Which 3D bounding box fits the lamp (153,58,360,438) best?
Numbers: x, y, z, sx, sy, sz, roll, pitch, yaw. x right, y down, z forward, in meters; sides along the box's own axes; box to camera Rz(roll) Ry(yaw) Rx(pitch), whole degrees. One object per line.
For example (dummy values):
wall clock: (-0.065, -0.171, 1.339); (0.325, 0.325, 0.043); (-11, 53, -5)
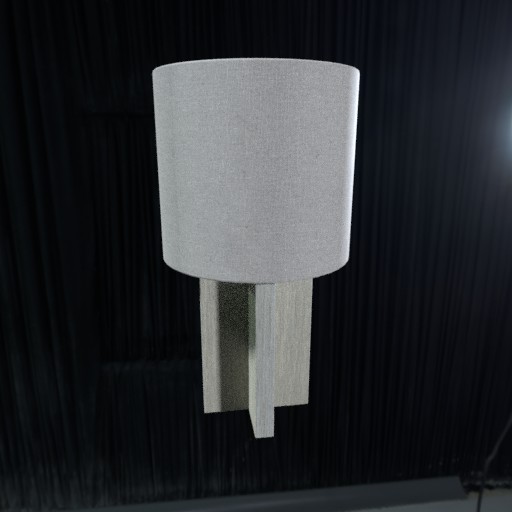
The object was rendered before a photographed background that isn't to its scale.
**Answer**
lamp: (0.000, 0.000, 0.559); (0.229, 0.428, 0.229); (-2, 16, -8)
